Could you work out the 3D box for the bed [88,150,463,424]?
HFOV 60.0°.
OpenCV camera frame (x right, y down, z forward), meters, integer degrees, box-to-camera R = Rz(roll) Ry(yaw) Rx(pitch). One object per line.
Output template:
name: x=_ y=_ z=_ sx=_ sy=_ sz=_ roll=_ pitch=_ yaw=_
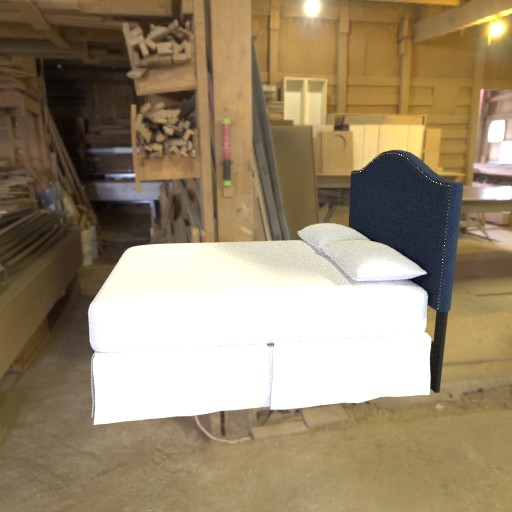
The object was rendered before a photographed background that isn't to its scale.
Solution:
bed: x=0.000 y=0.000 z=3.257 sx=2.153 sy=1.518 sz=1.713 roll=-2 pitch=14 yaw=-8
